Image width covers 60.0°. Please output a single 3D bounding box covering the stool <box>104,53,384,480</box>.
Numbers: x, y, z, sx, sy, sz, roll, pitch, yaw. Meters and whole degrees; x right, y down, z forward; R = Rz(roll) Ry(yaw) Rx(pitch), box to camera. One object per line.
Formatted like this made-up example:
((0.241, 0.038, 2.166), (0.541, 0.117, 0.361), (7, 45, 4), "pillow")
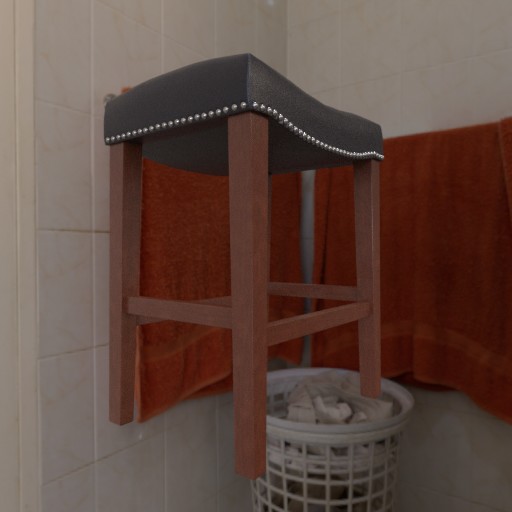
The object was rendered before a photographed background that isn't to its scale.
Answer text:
((0.000, 0.000, 0.946), (0.372, 0.654, 0.504), (1, 1, 38), "stool")
